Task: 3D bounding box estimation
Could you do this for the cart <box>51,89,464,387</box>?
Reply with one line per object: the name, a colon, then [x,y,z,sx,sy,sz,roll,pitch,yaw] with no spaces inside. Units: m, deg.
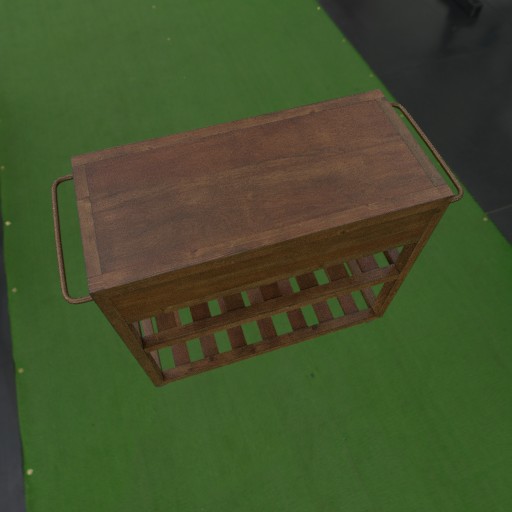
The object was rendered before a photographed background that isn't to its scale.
cart: [0.000,0.000,1.510,1.065,0.830,0.445,-15,60,-9]
